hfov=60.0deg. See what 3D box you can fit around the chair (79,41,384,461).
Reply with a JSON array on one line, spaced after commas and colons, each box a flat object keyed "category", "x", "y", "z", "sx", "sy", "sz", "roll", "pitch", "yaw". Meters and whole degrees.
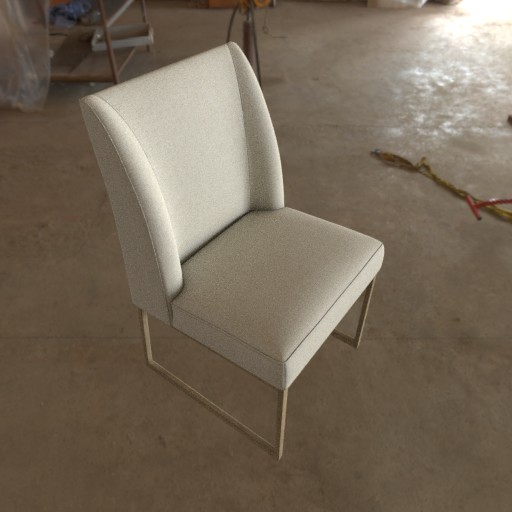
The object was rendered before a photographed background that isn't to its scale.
[{"category": "chair", "x": 0.000, "y": 0.000, "z": 1.151, "sx": 0.522, "sy": 0.863, "sz": 0.508, "roll": 26, "pitch": 48, "yaw": 27}]
